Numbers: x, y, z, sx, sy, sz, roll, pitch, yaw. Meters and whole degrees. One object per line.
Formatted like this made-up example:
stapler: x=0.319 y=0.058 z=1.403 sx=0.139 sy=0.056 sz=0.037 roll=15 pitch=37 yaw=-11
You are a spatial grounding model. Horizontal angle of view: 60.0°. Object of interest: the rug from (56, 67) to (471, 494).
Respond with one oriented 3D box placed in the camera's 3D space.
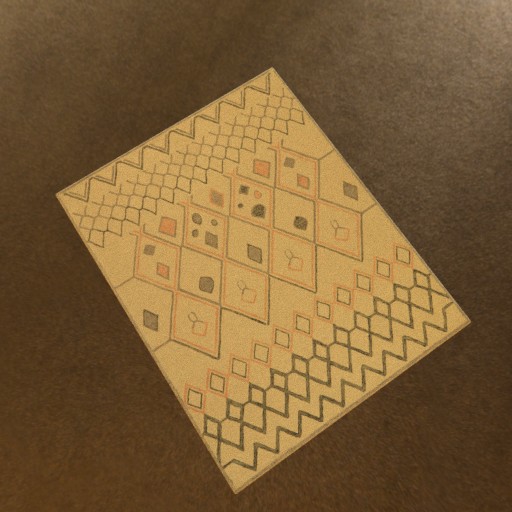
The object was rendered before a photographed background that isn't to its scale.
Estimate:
rug: x=0.000 y=0.000 z=3.973 sx=2.441 sy=0.016 sz=3.050 roll=-33 pitch=78 yaw=-8
